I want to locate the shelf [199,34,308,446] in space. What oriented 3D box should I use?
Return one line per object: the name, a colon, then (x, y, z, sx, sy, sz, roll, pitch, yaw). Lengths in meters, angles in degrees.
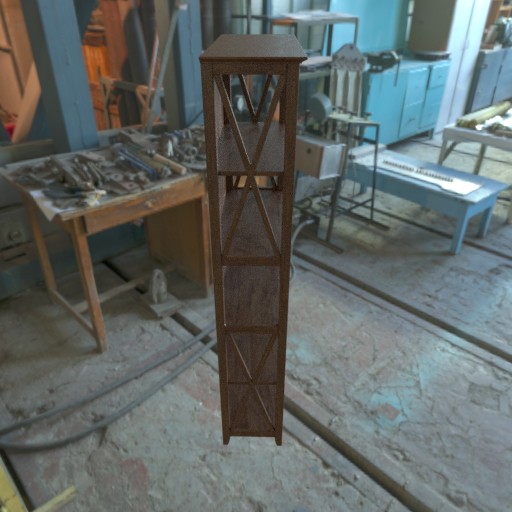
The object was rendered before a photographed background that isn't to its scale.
shelf: (0.000, 0.000, 2.193, 0.335, 1.905, 0.805, 1, 31, 1)
